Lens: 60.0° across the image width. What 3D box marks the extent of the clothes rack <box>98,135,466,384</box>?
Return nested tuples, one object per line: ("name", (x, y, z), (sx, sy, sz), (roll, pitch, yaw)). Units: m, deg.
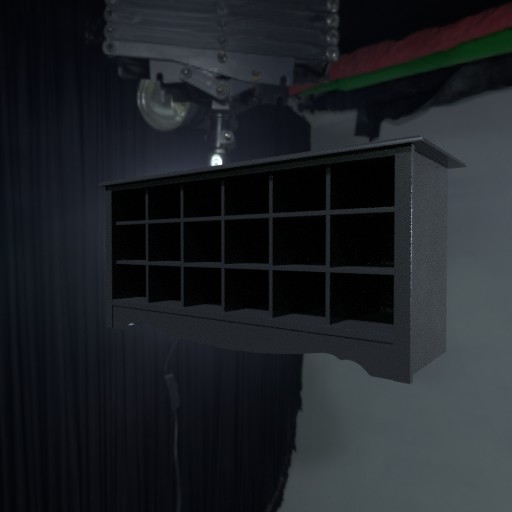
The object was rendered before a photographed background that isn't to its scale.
("clothes rack", (0.000, 0.000, 1.496), (1.219, 0.556, 0.406), (1, 2, 37))
